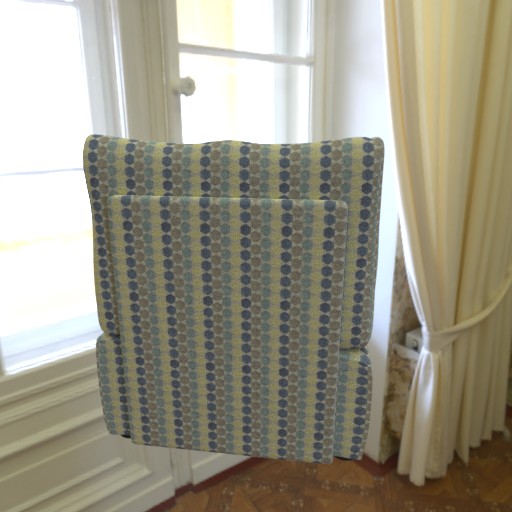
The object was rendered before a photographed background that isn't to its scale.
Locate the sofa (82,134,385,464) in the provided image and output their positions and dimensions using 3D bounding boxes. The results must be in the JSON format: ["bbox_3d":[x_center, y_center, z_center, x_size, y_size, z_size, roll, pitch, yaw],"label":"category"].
[{"bbox_3d":[0.000,0.000,1.502,0.700,0.820,1.000,2,17,8],"label":"sofa"}]
